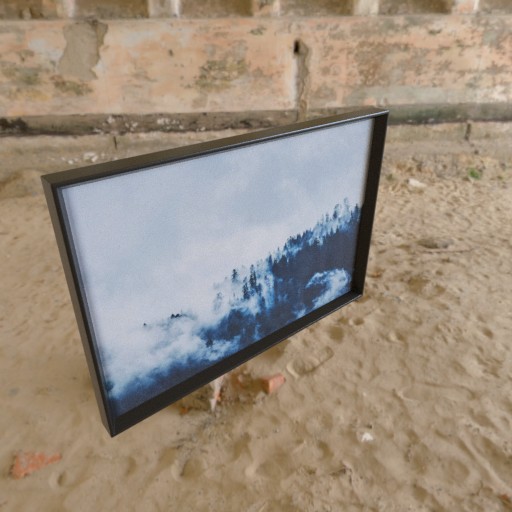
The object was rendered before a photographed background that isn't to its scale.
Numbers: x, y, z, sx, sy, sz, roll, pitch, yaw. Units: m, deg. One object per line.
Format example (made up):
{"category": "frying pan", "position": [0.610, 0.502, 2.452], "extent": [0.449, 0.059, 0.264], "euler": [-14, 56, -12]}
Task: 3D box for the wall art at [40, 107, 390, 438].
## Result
{"category": "wall art", "position": [0.000, 0.000, 1.179], "extent": [0.939, 0.640, 0.058], "euler": [-22, 36, -33]}
